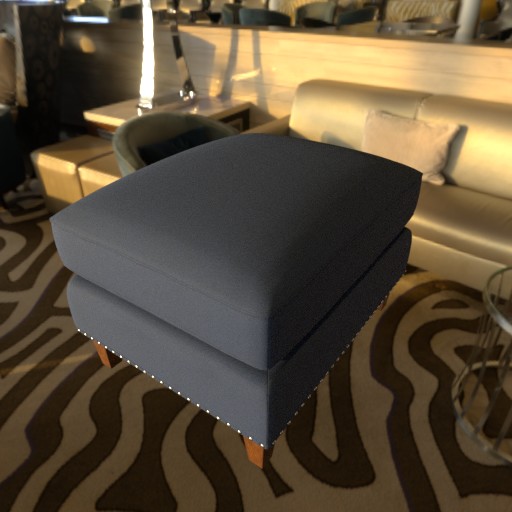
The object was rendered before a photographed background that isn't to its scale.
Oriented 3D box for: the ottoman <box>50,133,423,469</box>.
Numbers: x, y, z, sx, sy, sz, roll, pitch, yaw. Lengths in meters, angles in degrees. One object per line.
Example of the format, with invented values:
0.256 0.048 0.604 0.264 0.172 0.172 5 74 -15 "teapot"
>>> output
0.000 0.000 1.138 0.584 0.513 0.741 21 37 30 "ottoman"
